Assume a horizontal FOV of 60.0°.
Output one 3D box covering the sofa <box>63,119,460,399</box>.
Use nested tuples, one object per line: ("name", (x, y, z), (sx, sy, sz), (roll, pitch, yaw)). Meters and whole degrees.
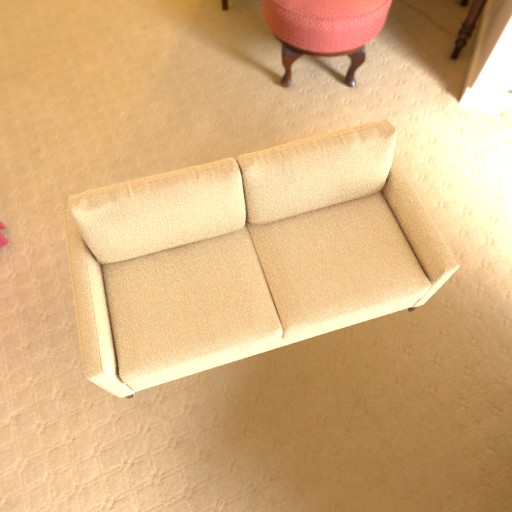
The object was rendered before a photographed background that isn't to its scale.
("sofa", (0.000, 0.000, 2.127), (1.651, 0.812, 0.839), (-15, 64, -8))
